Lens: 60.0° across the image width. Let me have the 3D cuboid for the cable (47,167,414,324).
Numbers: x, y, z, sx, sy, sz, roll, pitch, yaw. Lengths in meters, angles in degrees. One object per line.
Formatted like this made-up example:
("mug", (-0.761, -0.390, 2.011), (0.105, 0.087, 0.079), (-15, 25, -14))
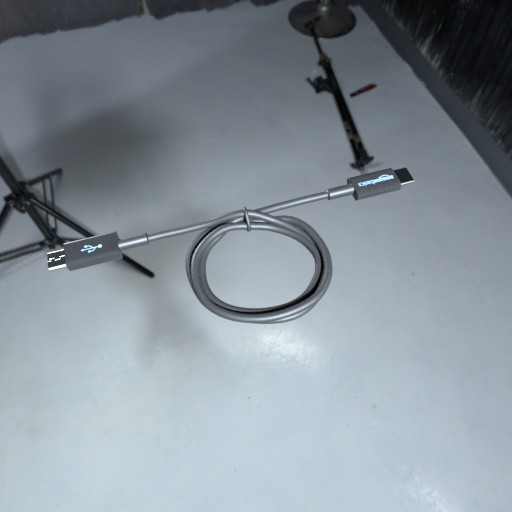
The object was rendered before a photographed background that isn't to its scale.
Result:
("cable", (0.000, 0.000, 0.211), (0.192, 0.014, 0.070), (-14, 59, -9))
